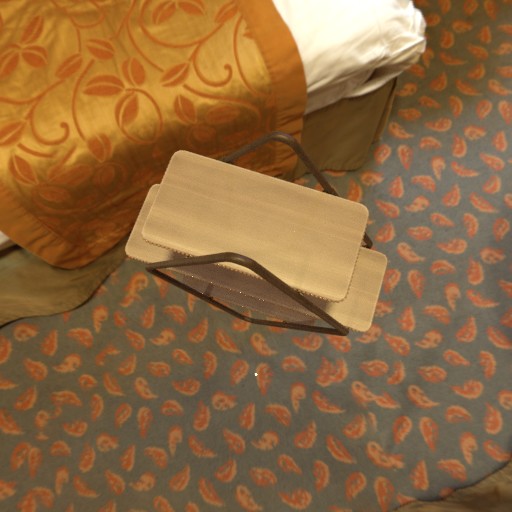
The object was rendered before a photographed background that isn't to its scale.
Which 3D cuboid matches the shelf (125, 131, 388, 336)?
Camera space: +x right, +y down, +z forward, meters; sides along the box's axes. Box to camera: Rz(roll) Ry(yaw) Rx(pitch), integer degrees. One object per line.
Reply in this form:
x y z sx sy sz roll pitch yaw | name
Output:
0.000 0.000 1.067 0.609 0.774 0.234 18 76 5 | shelf
